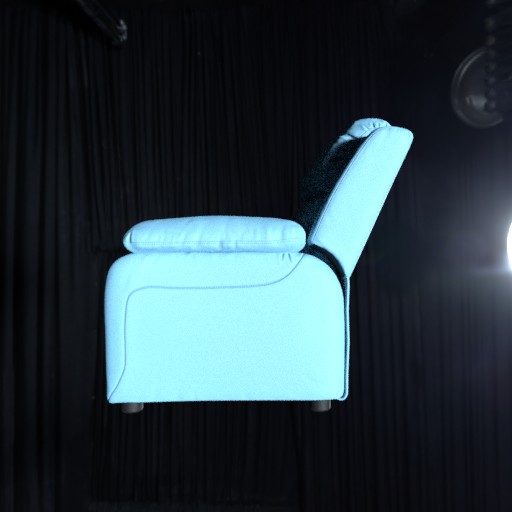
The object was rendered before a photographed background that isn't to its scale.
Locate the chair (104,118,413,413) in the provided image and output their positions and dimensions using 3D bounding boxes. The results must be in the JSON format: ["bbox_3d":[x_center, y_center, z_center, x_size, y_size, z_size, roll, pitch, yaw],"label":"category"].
[{"bbox_3d":[0.000,0.000,1.260,0.709,0.702,0.680,0,-1,0],"label":"chair"}]
